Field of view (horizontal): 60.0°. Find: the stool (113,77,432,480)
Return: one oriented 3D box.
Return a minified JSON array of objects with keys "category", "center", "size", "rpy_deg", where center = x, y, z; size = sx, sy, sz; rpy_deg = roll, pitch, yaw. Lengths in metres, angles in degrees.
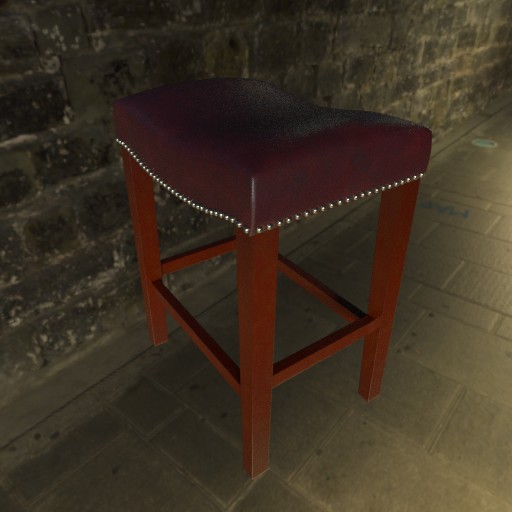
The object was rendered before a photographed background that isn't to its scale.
[{"category":"stool","center":[0.000,0.000,0.957],"size":[0.372,0.657,0.504],"rpy_deg":[-20,37,-29]}]
